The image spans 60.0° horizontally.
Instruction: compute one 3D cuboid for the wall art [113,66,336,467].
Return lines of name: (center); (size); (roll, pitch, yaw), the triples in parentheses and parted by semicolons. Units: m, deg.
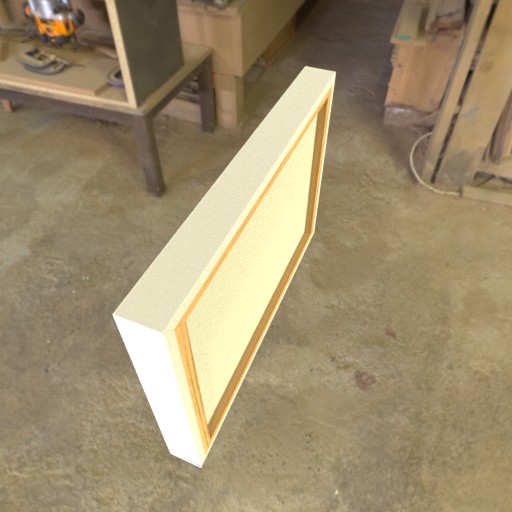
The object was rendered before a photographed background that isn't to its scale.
wall art: (0.000, 0.000, 0.492); (0.038, 0.259, 0.381); (18, 50, 15)
